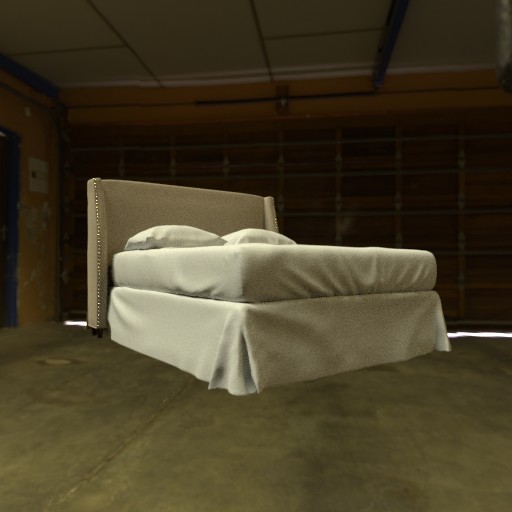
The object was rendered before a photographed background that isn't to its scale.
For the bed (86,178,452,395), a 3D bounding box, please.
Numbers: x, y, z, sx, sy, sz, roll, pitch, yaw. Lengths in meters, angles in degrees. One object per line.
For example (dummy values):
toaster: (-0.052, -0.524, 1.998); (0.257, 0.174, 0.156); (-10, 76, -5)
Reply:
bed: (0.000, 0.000, 3.390); (1.925, 1.332, 2.276); (1, -1, -36)
